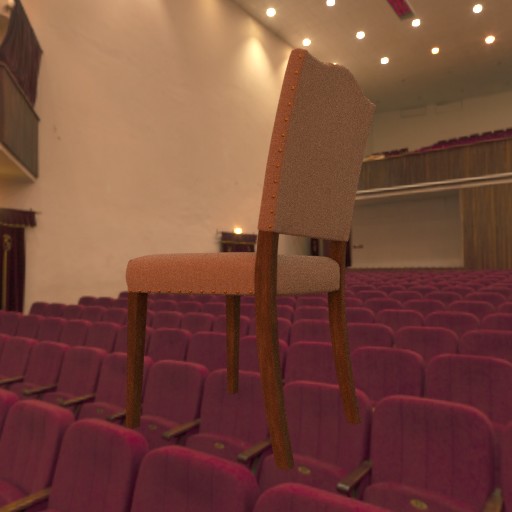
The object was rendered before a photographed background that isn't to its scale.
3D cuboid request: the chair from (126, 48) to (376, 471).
[{"bbox_3d":[0.000,0.000,1.357,0.620,1.020,0.508,-2,-3,37],"label":"chair"}]
